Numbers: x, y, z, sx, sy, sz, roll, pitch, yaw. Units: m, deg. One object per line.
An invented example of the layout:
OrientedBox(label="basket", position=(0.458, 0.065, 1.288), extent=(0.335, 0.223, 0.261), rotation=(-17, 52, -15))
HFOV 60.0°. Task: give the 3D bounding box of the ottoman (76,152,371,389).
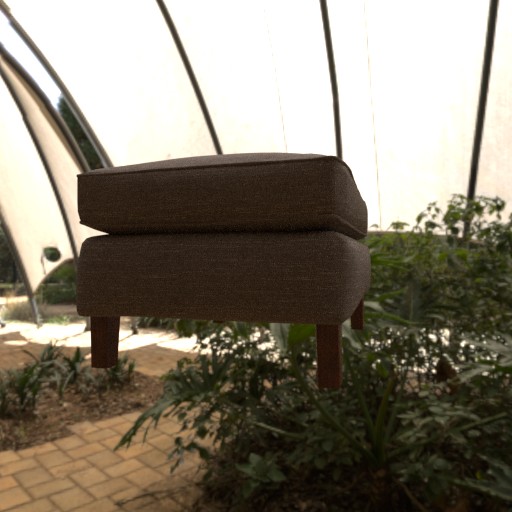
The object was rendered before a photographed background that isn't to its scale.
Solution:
OrientedBox(label="ottoman", position=(0.000, 0.000, 1.022), extent=(0.508, 0.406, 0.686), rotation=(0, 0, 17))
